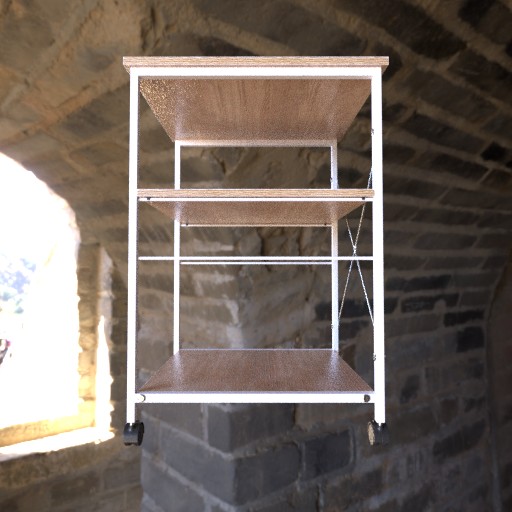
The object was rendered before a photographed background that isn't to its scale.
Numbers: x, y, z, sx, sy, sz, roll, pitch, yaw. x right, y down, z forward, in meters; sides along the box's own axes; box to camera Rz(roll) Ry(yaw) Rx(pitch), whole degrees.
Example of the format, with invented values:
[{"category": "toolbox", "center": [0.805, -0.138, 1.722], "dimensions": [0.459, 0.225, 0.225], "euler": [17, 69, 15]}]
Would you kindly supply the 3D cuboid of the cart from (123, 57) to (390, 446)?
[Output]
[{"category": "cart", "center": [0.000, 0.000, 1.114], "dimensions": [0.520, 0.762, 0.521], "euler": [0, -2, 0]}]
